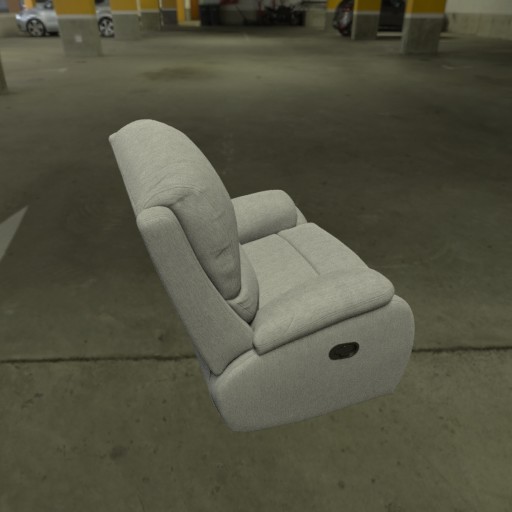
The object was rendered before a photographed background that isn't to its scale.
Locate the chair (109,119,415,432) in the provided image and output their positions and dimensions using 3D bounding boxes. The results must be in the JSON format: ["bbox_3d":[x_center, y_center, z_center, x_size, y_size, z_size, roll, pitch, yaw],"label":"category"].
[{"bbox_3d":[0.000,0.000,1.696,0.899,1.011,0.930,-11,31,-18],"label":"chair"}]
